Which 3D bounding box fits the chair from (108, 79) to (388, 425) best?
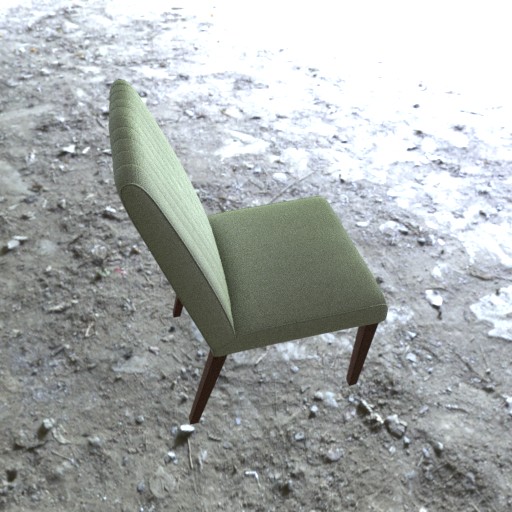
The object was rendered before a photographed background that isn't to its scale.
[{"bbox_3d":[0.000,0.000,1.221,0.594,0.900,0.480,-10,46,-10],"label":"chair"}]
